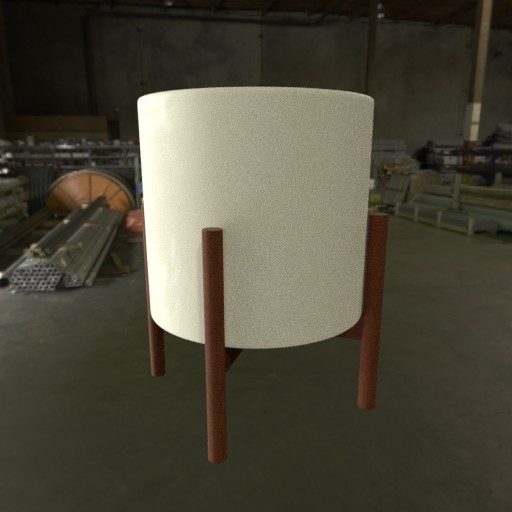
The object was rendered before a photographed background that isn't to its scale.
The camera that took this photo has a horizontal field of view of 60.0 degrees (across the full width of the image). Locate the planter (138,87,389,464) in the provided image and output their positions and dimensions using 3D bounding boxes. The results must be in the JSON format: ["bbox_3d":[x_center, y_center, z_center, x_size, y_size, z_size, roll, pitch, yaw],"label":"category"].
[{"bbox_3d":[0.000,0.000,0.880,0.420,0.581,0.421,-7,15,-25],"label":"planter"}]
